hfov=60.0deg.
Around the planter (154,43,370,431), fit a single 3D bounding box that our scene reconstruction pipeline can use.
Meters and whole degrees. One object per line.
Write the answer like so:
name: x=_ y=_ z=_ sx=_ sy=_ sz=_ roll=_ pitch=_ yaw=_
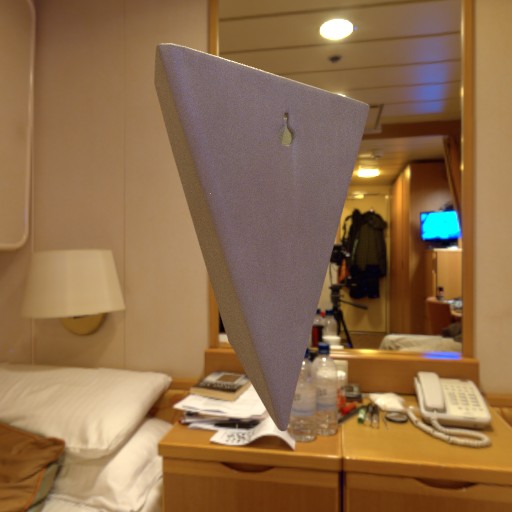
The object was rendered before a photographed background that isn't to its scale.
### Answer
planter: x=0.000 y=0.000 z=0.270 sx=0.150 sy=0.197 sz=0.060 roll=0 pitch=0 yaw=-36
